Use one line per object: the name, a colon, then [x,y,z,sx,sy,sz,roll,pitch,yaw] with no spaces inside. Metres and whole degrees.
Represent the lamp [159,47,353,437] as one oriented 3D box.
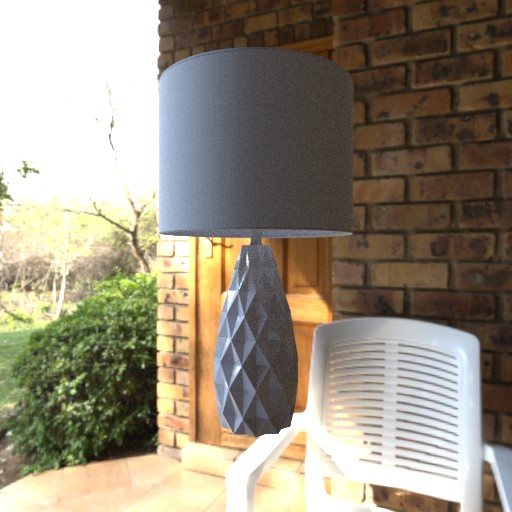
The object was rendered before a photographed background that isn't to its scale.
lamp: [0.000,0.000,0.692,0.297,0.522,0.297,0,0,0]
